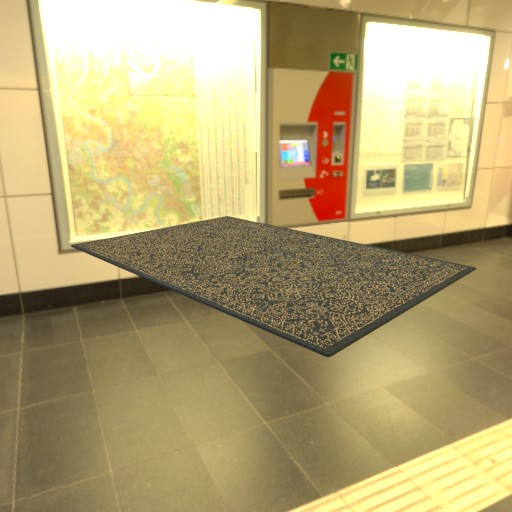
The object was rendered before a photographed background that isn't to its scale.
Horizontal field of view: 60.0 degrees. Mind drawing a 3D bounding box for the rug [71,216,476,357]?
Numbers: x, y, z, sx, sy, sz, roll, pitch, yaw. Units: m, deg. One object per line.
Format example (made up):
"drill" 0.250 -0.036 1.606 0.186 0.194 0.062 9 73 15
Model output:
"rug" 0.000 0.000 2.364 1.829 0.010 1.219 16 23 43
